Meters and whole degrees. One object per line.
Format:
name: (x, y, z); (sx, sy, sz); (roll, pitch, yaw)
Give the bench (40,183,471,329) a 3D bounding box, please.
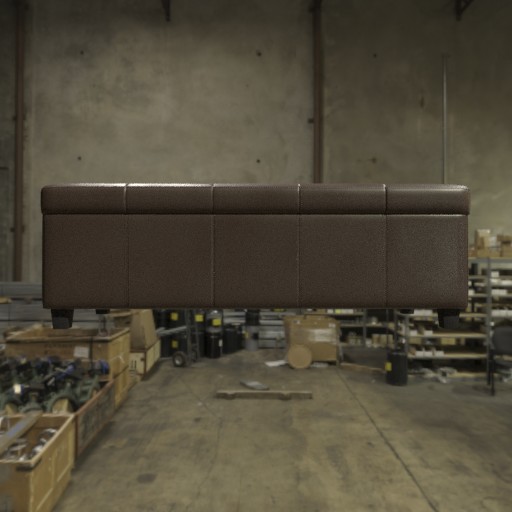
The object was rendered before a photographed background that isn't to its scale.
bench: (0.000, 0.000, 1.443); (1.219, 0.417, 0.450); (0, -1, -1)
